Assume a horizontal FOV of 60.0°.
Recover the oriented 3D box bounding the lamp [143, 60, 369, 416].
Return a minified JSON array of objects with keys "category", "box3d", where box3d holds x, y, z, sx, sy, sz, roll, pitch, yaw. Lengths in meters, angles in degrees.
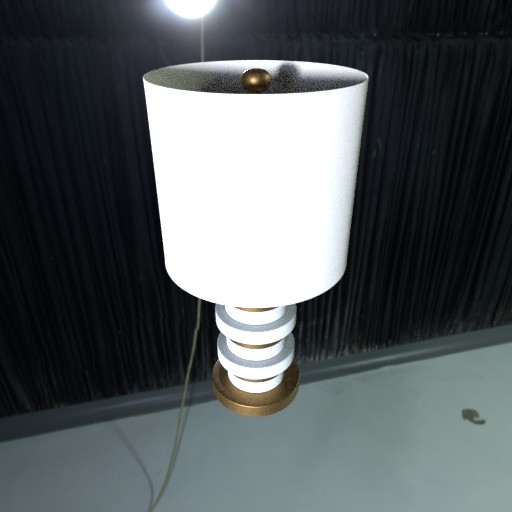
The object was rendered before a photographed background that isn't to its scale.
[{"category":"lamp","box3d":[0.000,0.000,0.522,0.210,0.410,0.210,-10,32,-17]}]
